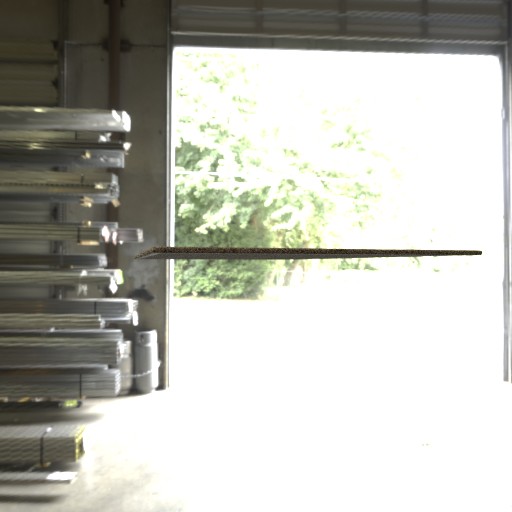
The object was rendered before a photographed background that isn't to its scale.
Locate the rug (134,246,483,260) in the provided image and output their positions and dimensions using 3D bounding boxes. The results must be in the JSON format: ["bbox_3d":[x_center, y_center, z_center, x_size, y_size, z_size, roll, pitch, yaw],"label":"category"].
[{"bbox_3d":[0.000,0.000,3.475,1.778,0.030,2.743,0,-1,-17],"label":"rug"}]
